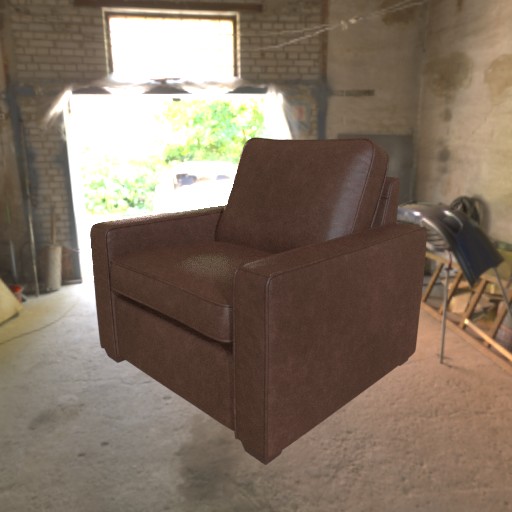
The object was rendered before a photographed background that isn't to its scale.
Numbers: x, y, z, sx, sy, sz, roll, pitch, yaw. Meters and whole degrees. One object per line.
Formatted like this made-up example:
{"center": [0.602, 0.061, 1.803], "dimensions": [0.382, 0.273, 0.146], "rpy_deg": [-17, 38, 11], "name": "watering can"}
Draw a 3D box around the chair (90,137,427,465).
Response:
{"center": [0.000, 0.000, 1.776], "dimensions": [1.017, 0.919, 0.940], "rpy_deg": [14, 21, 43], "name": "chair"}
